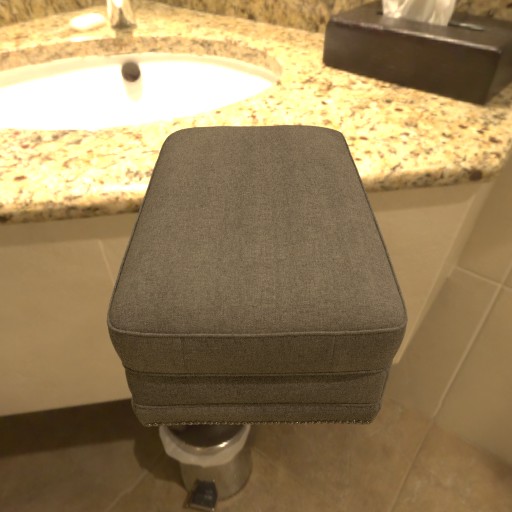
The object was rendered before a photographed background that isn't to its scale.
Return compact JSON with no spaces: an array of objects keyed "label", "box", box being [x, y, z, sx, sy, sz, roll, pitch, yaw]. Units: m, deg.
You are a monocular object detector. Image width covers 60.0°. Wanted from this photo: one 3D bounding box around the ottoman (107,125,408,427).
[{"label":"ottoman","box":[0.000,0.000,1.179,0.561,0.457,0.813,0,42,0]}]
